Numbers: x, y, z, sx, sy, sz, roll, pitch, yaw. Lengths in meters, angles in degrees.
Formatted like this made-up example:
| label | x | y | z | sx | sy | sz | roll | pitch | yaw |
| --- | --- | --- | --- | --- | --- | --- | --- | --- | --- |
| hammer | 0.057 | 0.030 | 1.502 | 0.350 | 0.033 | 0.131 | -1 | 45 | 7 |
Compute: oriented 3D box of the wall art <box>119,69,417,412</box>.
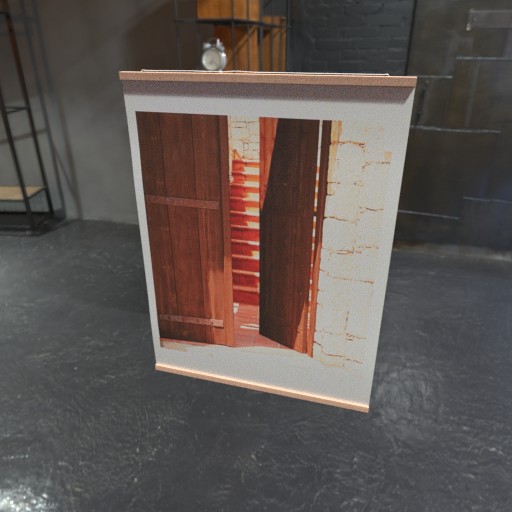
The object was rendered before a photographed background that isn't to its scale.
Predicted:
| label | x | y | z | sx | sy | sz | roll | pitch | yaw |
| --- | --- | --- | --- | --- | --- | --- | --- | --- | --- |
| wall art | 0.000 | 0.000 | 1.315 | 0.758 | 1.013 | 0.020 | 7 | 27 | 14 |
